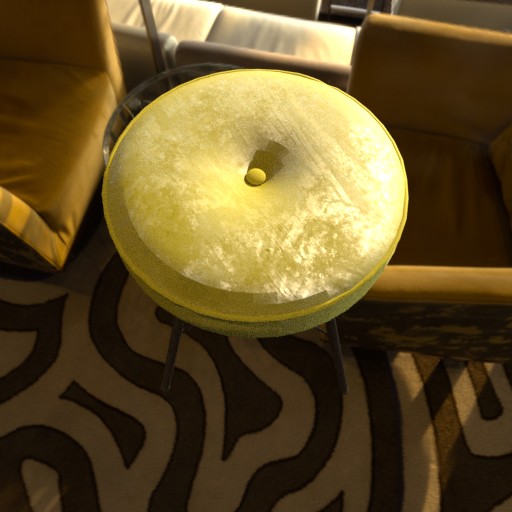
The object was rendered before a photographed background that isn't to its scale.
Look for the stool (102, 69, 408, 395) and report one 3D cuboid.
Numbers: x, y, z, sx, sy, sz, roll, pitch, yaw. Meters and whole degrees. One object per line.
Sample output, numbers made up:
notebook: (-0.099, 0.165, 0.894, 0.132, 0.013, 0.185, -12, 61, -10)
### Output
stool: (0.000, 0.000, 0.805, 0.409, 0.508, 0.409, 1, 64, 0)
